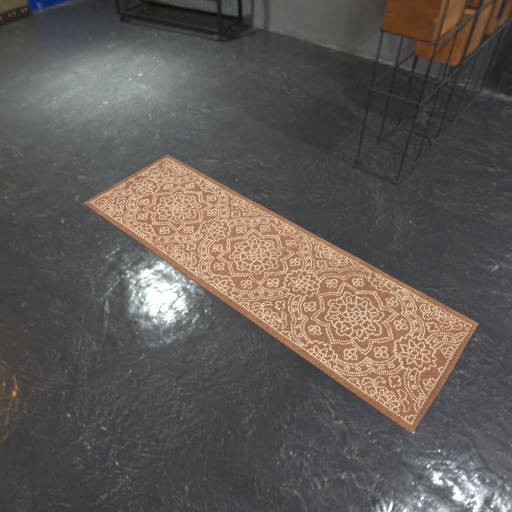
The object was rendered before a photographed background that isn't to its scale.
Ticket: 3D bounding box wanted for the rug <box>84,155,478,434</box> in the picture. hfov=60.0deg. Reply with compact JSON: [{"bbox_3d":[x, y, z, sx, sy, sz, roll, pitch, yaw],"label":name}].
[{"bbox_3d":[0.000,0.000,2.686,2.448,0.012,0.769,32,54,26],"label":"rug"}]
